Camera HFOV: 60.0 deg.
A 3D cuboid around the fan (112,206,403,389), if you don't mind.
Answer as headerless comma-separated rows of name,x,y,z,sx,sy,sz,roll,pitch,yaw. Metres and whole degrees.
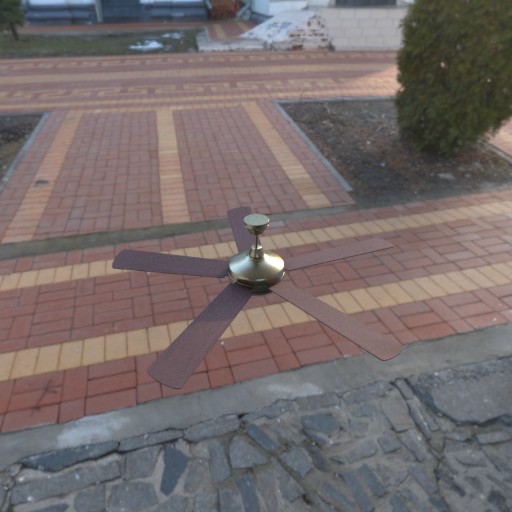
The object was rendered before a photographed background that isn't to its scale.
fan,0.000,0.000,1.922,1.321,0.356,1.321,1,32,1
